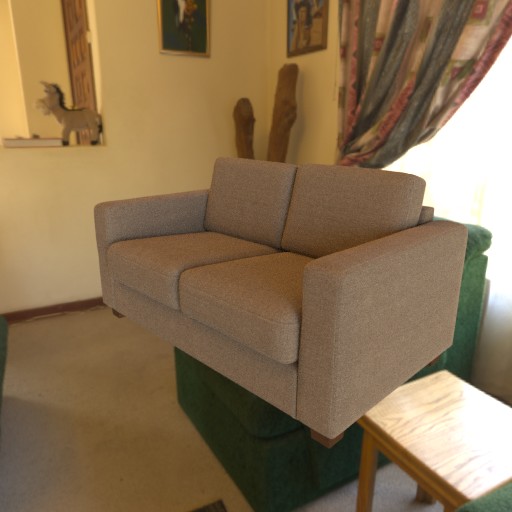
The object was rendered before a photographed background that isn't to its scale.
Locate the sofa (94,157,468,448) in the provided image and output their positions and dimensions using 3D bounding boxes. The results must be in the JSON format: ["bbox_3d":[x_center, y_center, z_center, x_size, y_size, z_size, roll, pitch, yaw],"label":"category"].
[{"bbox_3d":[0.000,0.000,2.007,0.900,0.800,1.520,-16,23,-42],"label":"sofa"}]
